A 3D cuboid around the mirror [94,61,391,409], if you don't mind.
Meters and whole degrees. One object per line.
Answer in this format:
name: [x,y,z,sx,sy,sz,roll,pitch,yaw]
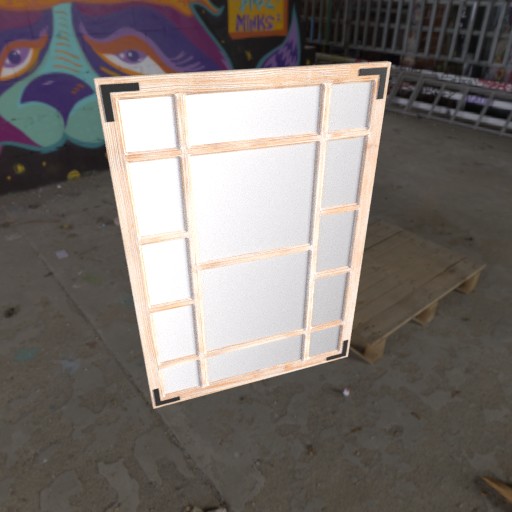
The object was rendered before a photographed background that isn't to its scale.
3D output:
mirror: [0.000,0.000,1.267,0.705,0.996,0.025,-10,33,-16]
